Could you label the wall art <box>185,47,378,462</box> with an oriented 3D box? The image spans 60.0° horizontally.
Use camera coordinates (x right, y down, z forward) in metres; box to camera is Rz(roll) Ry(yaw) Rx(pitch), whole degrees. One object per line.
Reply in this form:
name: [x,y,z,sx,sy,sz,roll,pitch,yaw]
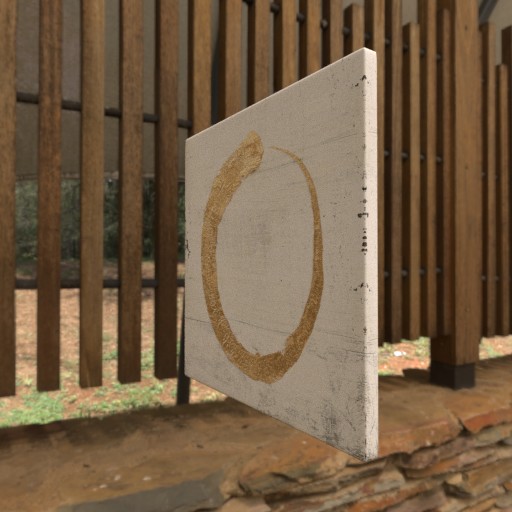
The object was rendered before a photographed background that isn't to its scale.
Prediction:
wall art: [0.000,0.000,1.133,0.038,0.762,0.762,1,-1,-35]
